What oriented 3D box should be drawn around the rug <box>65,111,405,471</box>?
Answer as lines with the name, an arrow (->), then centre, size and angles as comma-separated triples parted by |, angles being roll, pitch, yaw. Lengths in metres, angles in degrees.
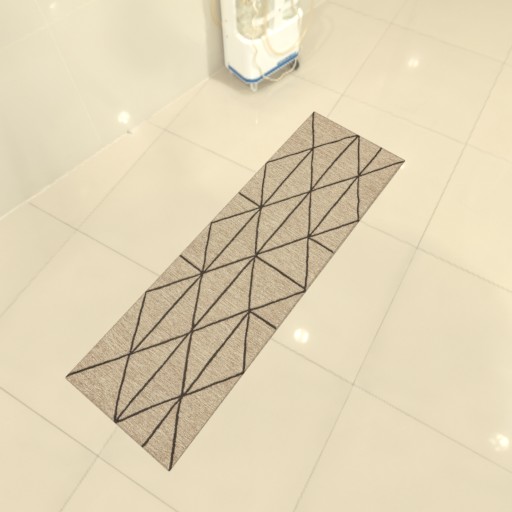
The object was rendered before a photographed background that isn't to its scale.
rug -> 0.000, 0.000, 2.744 | 0.762, 0.012, 2.438 | 34, 68, 16
